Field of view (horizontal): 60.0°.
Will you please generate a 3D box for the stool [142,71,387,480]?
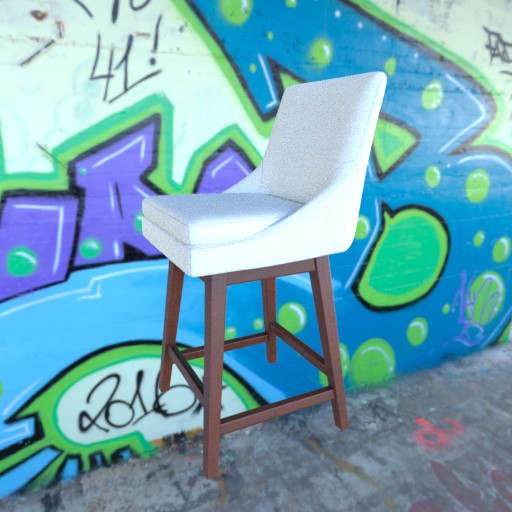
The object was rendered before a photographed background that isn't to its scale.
[{"bbox_3d":[0.000,0.000,1.296,0.559,0.991,0.469,-8,18,-26],"label":"stool"}]
